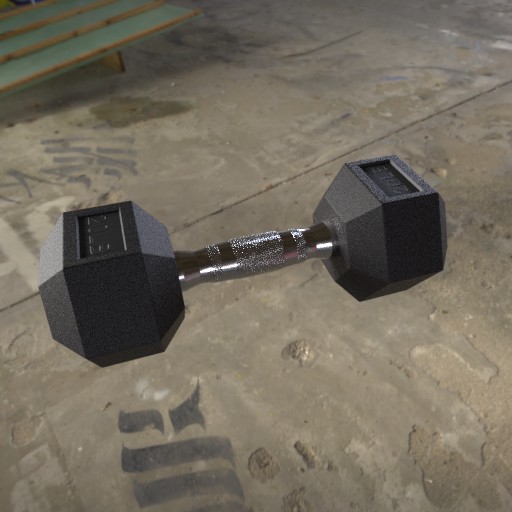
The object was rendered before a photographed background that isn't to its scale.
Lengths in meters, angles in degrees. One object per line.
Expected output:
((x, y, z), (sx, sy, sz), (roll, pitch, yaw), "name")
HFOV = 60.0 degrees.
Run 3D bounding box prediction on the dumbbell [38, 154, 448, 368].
((0.000, 0.000, 0.343), (0.297, 0.101, 0.116), (-12, 43, -13), "dumbbell")
